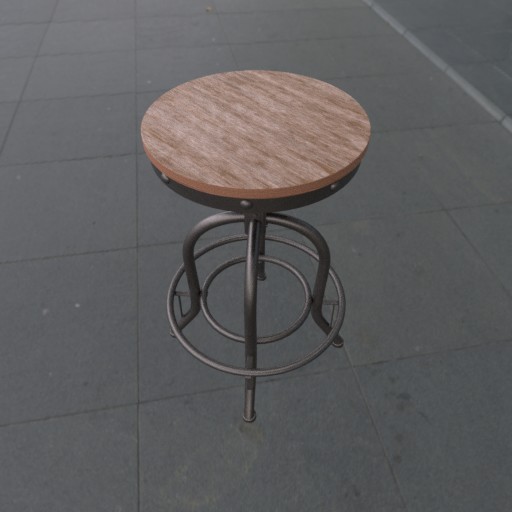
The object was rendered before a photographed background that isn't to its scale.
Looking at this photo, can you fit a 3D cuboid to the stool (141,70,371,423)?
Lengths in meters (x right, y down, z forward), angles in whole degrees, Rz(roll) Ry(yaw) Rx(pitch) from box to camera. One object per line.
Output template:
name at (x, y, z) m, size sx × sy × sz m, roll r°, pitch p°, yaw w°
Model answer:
stool at (0.000, 0.000, 0.902) m, size 0.439 × 0.609 × 0.439 m, roll 3°, pitch 46°, yaw 3°
